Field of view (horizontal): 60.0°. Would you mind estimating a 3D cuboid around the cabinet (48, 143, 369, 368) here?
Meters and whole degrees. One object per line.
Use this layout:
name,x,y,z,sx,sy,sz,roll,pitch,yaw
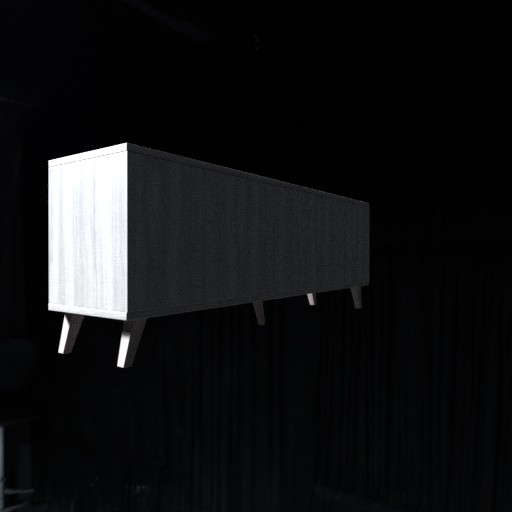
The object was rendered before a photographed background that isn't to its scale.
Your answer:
cabinet,0.000,0.000,2.547,0.499,0.779,2.198,0,0,36
